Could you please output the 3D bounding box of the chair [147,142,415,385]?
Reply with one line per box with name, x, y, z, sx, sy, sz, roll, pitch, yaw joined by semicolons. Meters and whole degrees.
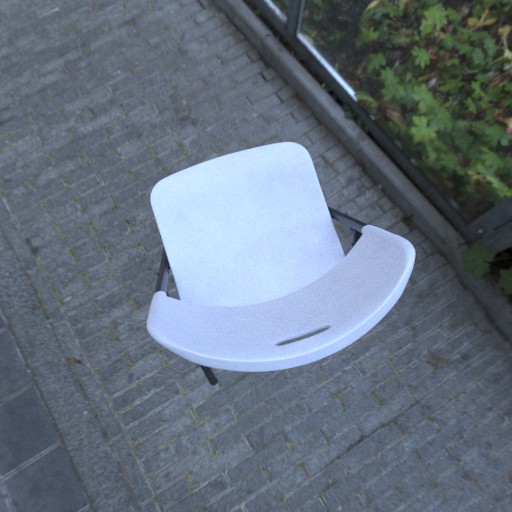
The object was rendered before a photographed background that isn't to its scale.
chair;0.000;0.000;1.134;0.494;0.810;0.566;-18;76;-4
